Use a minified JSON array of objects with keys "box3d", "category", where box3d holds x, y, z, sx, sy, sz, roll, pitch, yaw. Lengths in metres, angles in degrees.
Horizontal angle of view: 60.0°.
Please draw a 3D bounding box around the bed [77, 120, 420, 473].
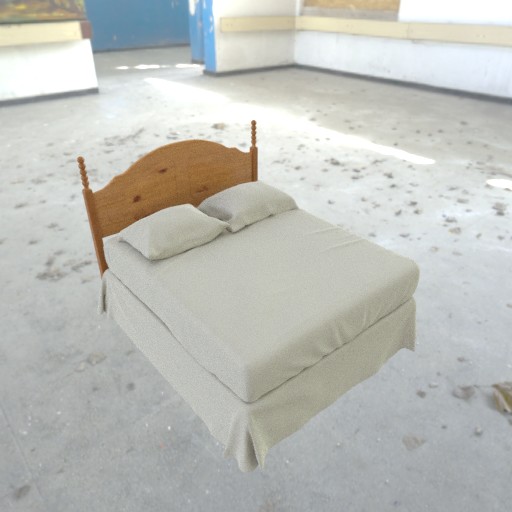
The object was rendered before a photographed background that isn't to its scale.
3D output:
[{"box3d":[0.000,0.000,3.287,1.873,1.356,2.040,-23,38,-33],"category":"bed"}]
